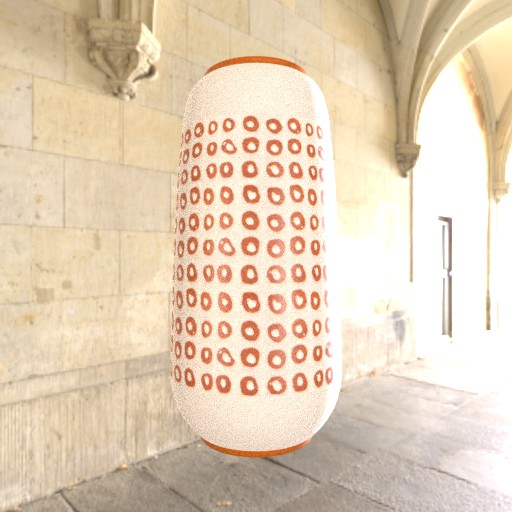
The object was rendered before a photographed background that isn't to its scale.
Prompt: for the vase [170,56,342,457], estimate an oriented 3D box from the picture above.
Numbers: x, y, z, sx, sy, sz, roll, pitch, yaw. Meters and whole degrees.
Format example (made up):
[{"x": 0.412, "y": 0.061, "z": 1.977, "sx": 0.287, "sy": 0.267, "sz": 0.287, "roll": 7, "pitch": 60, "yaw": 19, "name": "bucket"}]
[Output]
[{"x": 0.000, "y": 0.000, "z": 0.352, "sx": 0.133, "sy": 0.282, "sz": 0.133, "roll": 0, "pitch": 0, "yaw": 0, "name": "vase"}]
